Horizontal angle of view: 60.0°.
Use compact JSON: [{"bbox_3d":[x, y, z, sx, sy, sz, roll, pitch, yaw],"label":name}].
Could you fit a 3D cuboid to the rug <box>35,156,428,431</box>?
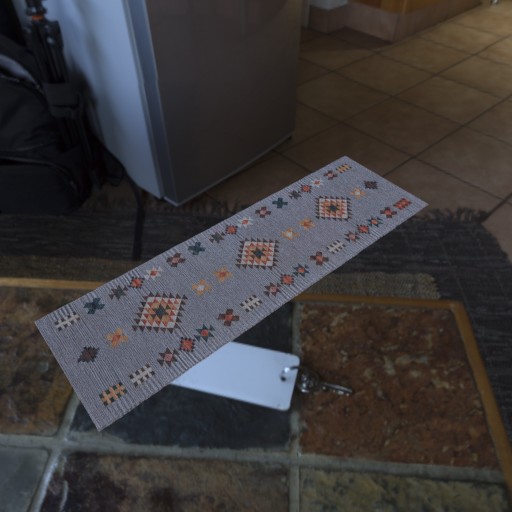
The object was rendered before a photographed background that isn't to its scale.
[{"bbox_3d":[0.000,0.000,2.694,2.432,0.008,0.766,-31,54,-26],"label":"rug"}]
